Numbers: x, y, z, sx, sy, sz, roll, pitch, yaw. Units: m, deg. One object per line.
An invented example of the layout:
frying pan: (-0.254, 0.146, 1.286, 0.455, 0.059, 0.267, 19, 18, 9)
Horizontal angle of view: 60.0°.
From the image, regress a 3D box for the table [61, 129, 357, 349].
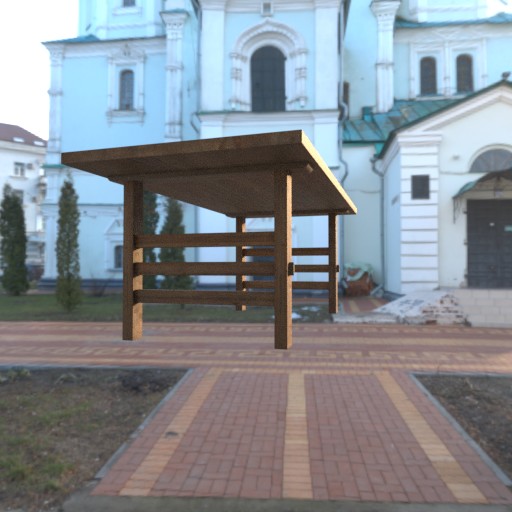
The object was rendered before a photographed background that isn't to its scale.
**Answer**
table: (0.000, 0.000, 2.519, 0.952, 0.760, 2.003, -1, -2, 18)
